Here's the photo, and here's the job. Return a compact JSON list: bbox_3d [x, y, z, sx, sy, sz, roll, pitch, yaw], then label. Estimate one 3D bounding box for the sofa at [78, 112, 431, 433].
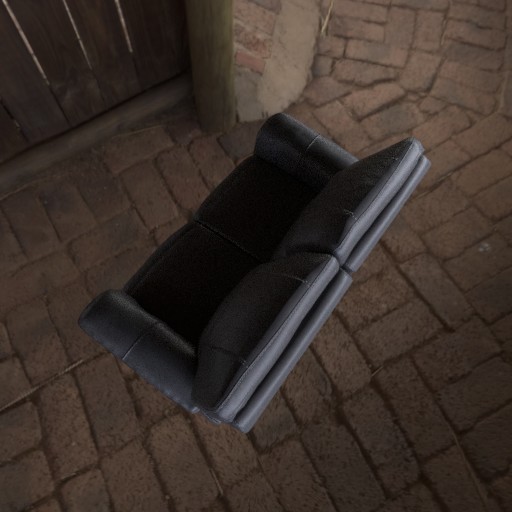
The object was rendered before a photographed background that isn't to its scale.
[{"bbox_3d":[0.000,0.000,2.495,1.104,1.111,1.765,33,67,16],"label":"sofa"}]
